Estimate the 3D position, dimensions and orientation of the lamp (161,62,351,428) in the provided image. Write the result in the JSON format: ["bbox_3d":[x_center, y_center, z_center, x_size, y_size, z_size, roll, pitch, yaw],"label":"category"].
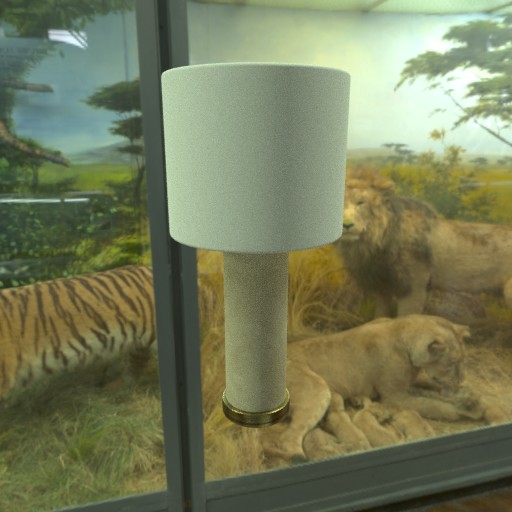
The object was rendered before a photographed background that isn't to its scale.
[{"bbox_3d":[0.000,0.000,0.811,0.305,0.634,0.305,15,22,43],"label":"lamp"}]
